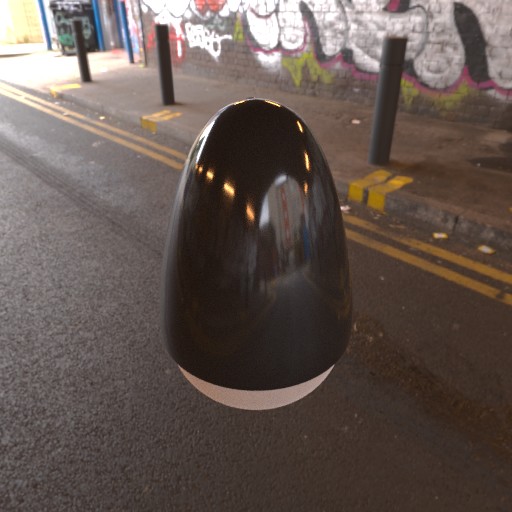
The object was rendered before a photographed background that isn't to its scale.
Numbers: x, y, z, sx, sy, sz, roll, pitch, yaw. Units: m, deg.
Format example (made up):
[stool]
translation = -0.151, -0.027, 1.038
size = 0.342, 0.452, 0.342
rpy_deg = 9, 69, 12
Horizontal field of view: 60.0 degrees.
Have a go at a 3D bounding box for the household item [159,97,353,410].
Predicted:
[household item]
translation = 0.000, 0.000, 0.223
size = 0.102, 0.152, 0.104
rpy_deg = -1, 30, -2
